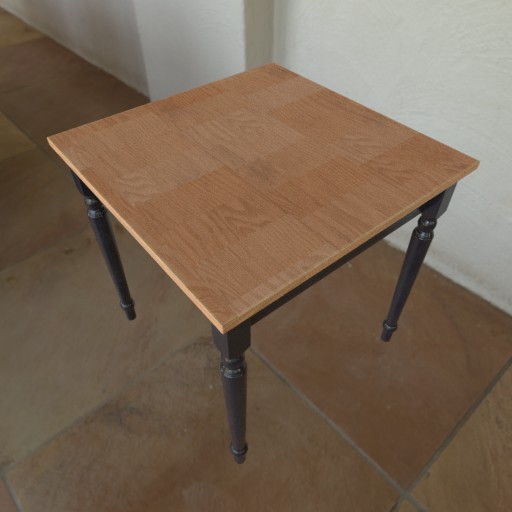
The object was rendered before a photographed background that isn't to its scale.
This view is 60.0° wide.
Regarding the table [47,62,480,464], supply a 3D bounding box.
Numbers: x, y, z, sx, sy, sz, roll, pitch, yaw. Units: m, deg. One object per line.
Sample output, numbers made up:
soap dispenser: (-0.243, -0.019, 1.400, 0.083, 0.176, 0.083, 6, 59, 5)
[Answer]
table: (0.000, 0.000, 1.336, 0.747, 0.738, 0.747, -30, 52, -26)
